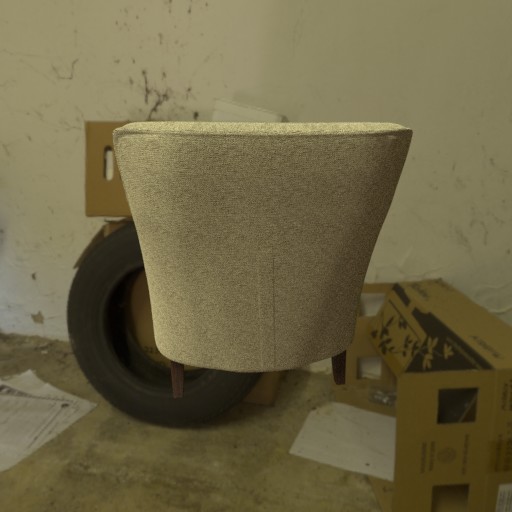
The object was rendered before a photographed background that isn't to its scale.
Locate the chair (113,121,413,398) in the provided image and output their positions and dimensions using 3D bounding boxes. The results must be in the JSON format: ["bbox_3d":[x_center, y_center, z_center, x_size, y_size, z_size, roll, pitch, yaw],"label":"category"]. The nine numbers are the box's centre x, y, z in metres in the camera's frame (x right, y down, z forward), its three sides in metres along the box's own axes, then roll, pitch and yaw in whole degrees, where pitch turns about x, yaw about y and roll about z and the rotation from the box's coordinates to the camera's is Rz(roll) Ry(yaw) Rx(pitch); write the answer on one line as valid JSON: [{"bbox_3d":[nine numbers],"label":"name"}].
[{"bbox_3d":[0.000,0.000,1.632,0.820,0.920,0.910,-2,15,-8],"label":"chair"}]
